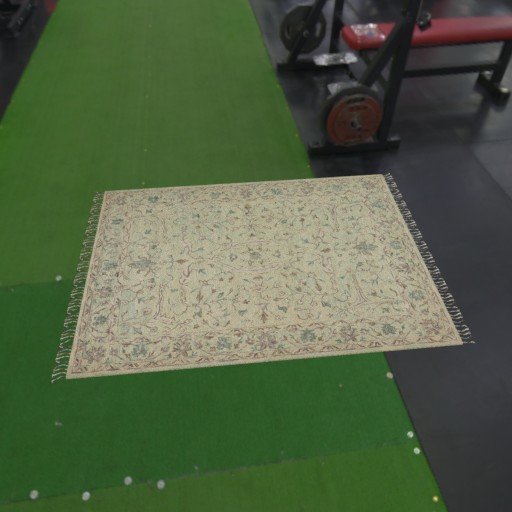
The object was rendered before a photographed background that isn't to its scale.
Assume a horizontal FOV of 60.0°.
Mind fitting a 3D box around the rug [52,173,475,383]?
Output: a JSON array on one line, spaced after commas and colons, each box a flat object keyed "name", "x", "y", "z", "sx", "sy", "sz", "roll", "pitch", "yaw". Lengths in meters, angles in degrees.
[{"name": "rug", "x": 0.000, "y": 0.000, "z": 2.280, "sx": 1.802, "sy": 0.008, "sz": 1.247, "roll": -4, "pitch": 47, "yaw": -4}]
